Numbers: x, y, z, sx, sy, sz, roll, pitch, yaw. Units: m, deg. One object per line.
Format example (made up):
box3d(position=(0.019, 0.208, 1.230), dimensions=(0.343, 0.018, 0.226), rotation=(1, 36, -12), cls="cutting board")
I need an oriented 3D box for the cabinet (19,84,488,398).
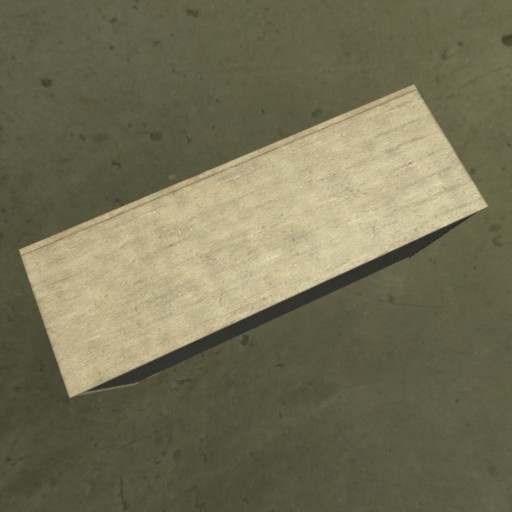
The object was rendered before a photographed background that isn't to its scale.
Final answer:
box3d(position=(0.000, 0.000, 1.851), dimensions=(1.460, 0.825, 0.511), rotation=(-24, 78, -6), cls="cabinet")
